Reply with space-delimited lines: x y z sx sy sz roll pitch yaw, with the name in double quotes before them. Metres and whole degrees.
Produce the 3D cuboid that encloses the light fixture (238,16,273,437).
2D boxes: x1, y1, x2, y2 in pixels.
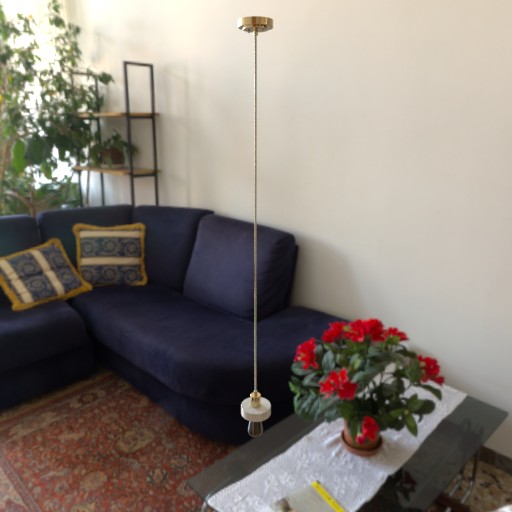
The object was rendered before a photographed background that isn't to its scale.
"light fixture" 0.000 0.000 1.740 0.129 1.669 0.129 3 16 9
